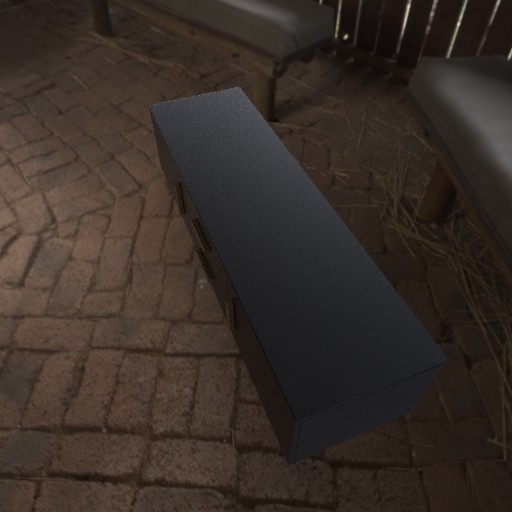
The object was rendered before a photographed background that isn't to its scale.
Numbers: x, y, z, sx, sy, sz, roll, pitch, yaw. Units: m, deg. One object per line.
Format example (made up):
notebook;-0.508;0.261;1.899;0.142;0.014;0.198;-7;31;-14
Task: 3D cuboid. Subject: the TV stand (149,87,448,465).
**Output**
TV stand;0.000;0.000;1.530;0.390;0.518;1.312;-17;51;-14
